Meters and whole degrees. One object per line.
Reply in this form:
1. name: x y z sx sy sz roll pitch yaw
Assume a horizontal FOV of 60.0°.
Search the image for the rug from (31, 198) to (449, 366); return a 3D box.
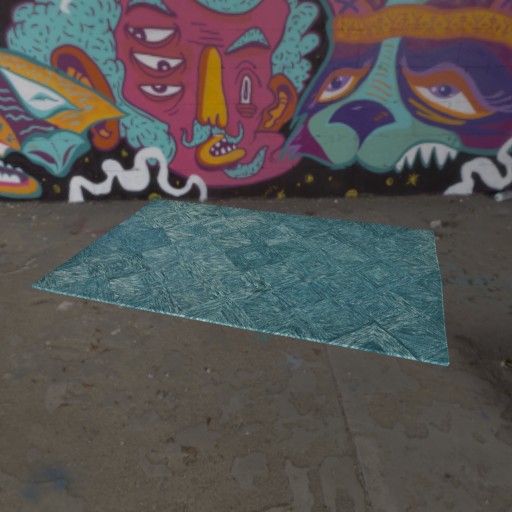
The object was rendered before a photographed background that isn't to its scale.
1. rug: 0.000 0.000 2.196 1.728 0.017 1.136 8 29 15
